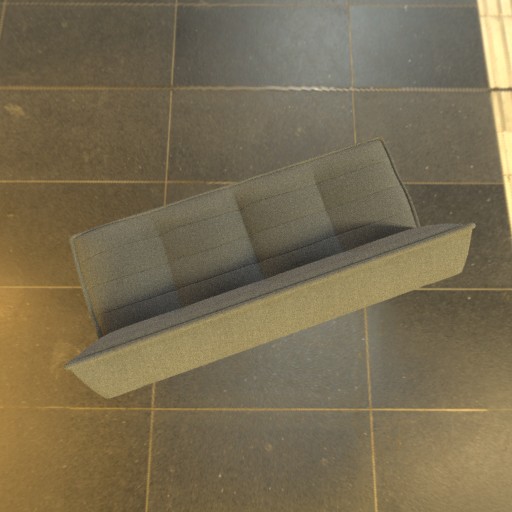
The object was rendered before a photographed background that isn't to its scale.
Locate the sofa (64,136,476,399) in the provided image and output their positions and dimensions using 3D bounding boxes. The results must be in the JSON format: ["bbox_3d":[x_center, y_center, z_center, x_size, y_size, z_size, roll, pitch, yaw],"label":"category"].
[{"bbox_3d":[0.000,0.000,2.443,1.940,0.890,0.950,-19,76,-5],"label":"sofa"}]
